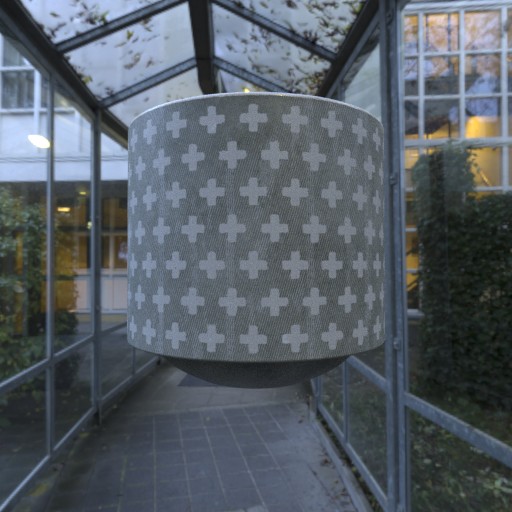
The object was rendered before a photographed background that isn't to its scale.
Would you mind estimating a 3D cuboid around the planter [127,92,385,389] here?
[{"bbox_3d":[0.000,0.000,0.449,0.250,0.239,0.250,0,-1,0],"label":"planter"}]
